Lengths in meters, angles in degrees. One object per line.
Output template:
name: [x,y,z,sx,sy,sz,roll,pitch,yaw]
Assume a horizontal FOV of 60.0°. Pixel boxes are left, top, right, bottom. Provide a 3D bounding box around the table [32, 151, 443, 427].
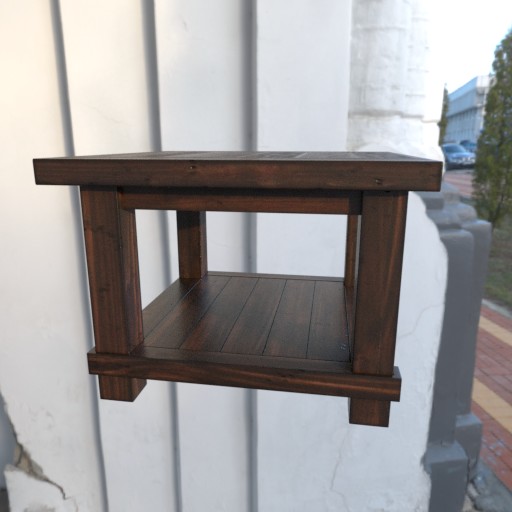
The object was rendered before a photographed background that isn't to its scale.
table: [0.000,0.000,0.976,0.606,0.437,0.593,2,15,9]
